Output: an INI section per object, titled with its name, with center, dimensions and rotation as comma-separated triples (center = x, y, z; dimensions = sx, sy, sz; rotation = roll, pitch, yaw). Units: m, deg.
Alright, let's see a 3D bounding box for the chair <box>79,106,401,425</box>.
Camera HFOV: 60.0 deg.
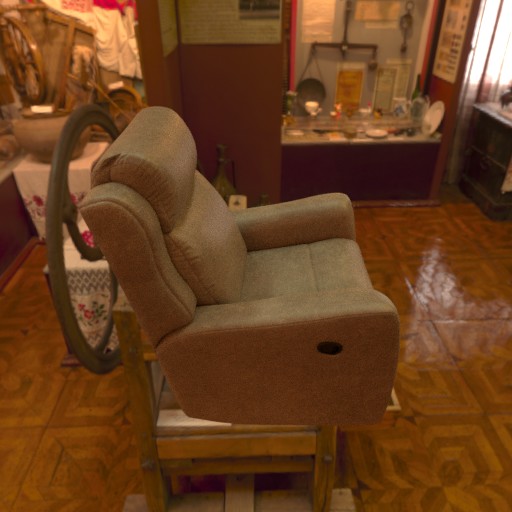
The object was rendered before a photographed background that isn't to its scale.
[chair]
center = 0.000, 0.000, 1.894
dimensions = 1.068, 1.116, 0.965
rotation = 0, 32, 0
